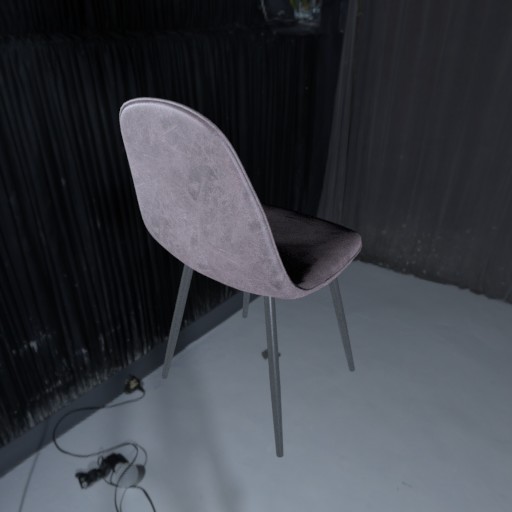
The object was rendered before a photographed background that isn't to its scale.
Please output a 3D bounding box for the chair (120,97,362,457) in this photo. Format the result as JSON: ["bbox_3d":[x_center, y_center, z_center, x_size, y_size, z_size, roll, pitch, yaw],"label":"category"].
[{"bbox_3d":[0.000,0.000,1.199,0.472,0.889,0.561,21,36,33],"label":"chair"}]
